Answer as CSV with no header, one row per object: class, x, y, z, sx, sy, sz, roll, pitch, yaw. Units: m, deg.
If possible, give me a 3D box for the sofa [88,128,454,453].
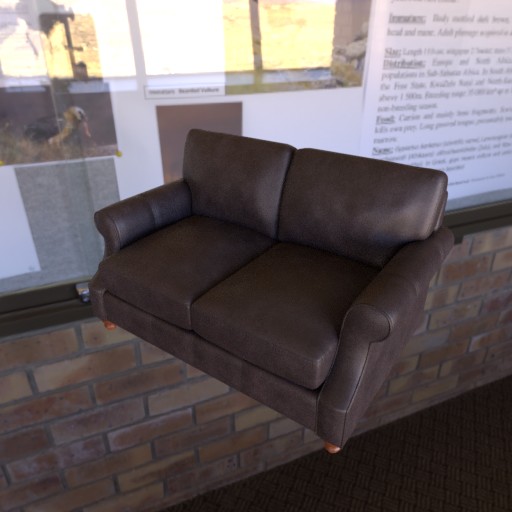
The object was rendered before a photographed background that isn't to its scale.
sofa,0.000,0.000,2.271,1.663,0.979,1.030,19,34,30
